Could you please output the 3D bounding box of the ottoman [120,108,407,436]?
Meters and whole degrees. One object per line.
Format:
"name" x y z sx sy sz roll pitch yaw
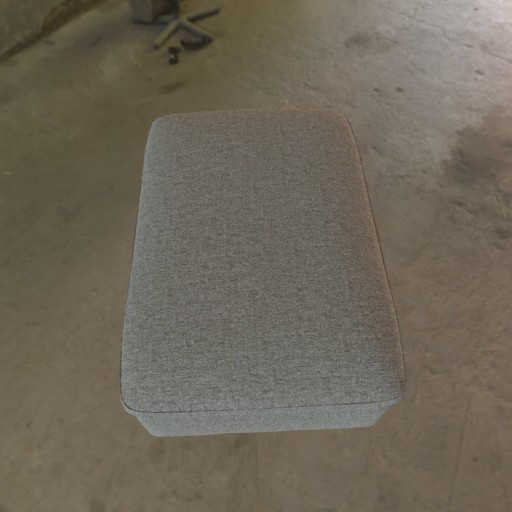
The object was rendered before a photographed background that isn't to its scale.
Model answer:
"ottoman" 0.000 0.000 1.359 0.694 0.451 0.977 -2 58 -1
